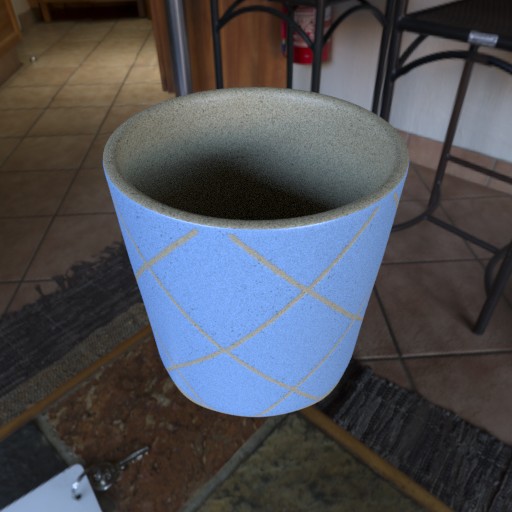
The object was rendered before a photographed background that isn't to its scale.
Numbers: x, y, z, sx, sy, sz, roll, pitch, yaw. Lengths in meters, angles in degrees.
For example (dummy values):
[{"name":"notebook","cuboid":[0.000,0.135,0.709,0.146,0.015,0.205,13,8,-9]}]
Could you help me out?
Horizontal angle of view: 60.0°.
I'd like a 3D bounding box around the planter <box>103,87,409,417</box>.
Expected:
[{"name":"planter","cuboid":[0.000,0.000,0.414,0.227,0.235,0.227,0,40,0]}]
